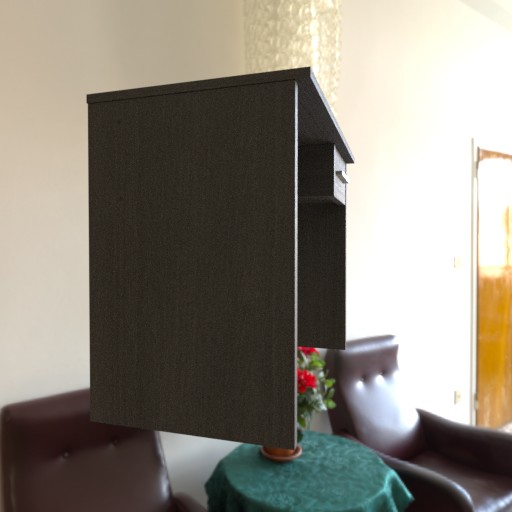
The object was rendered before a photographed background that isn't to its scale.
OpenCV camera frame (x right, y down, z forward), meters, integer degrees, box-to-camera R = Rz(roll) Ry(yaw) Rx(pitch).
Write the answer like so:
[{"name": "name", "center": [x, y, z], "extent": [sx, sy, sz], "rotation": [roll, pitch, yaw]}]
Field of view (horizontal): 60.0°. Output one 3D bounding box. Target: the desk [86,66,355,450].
[{"name": "desk", "center": [0.000, 0.000, 1.330], "extent": [0.498, 0.724, 0.893], "rotation": [0, 1, 18]}]
